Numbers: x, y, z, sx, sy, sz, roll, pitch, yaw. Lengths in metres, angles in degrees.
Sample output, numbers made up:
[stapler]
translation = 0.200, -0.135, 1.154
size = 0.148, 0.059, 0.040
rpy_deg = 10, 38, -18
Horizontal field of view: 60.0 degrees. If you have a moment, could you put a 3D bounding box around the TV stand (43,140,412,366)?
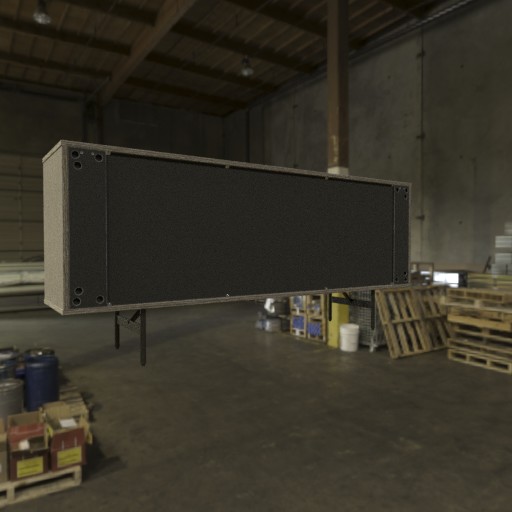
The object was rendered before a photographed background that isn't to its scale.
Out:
[TV stand]
translation = 0.000, 0.000, 2.123
size = 1.804, 0.787, 0.405
rpy_deg = -1, 2, -34
